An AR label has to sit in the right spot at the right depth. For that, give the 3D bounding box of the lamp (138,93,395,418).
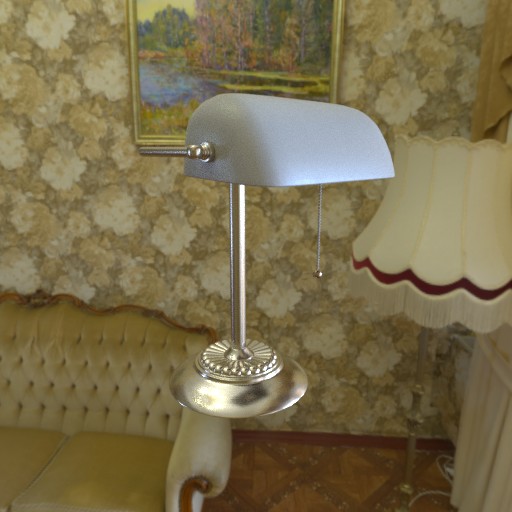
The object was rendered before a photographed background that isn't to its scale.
[{"bbox_3d":[0.000,0.000,0.516,0.264,0.339,0.243,-13,19,-43],"label":"lamp"}]
